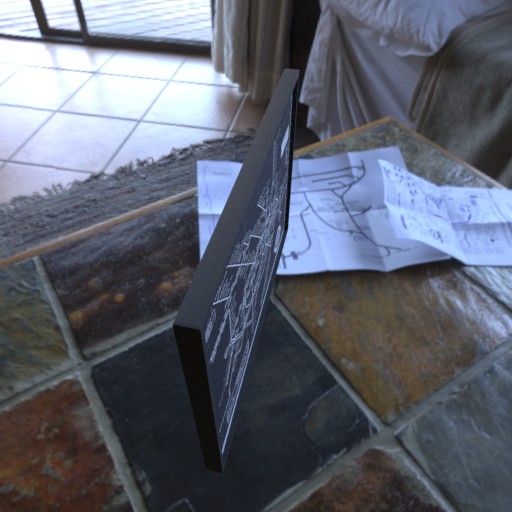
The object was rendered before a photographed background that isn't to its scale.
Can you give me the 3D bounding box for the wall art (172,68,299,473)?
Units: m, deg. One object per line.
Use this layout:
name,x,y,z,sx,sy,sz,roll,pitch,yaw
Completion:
wall art,0.000,0.000,0.576,0.021,0.301,0.443,9,47,9
